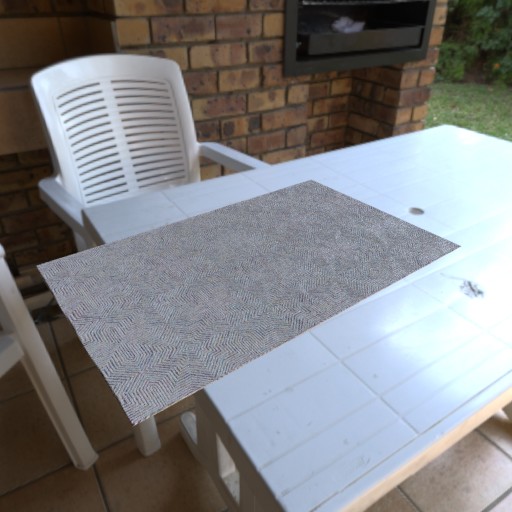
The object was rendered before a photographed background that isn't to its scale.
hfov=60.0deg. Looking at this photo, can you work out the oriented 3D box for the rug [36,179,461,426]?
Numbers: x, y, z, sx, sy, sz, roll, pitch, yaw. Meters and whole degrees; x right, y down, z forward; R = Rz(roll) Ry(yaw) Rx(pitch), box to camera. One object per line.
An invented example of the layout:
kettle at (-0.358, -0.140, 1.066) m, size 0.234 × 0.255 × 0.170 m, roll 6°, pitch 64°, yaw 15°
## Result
rug at (0.000, 0.000, 2.969) m, size 2.428 × 0.007 × 1.519 m, roll -22°, pitch 38°, yaw -31°
